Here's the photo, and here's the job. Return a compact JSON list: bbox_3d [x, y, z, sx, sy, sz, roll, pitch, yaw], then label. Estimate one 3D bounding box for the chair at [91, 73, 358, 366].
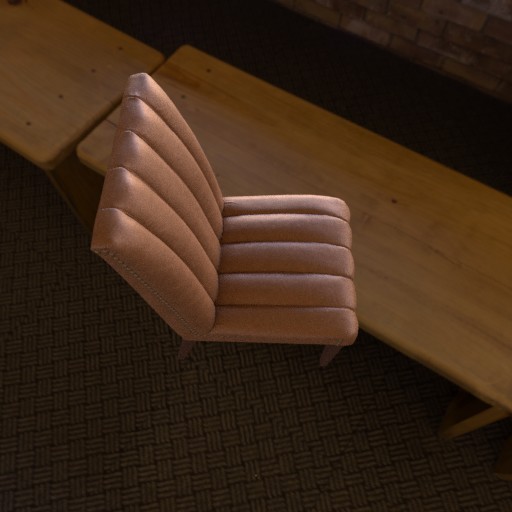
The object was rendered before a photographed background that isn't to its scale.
[{"bbox_3d":[0.000,0.000,1.405,0.647,1.016,0.511,2,64,1],"label":"chair"}]
